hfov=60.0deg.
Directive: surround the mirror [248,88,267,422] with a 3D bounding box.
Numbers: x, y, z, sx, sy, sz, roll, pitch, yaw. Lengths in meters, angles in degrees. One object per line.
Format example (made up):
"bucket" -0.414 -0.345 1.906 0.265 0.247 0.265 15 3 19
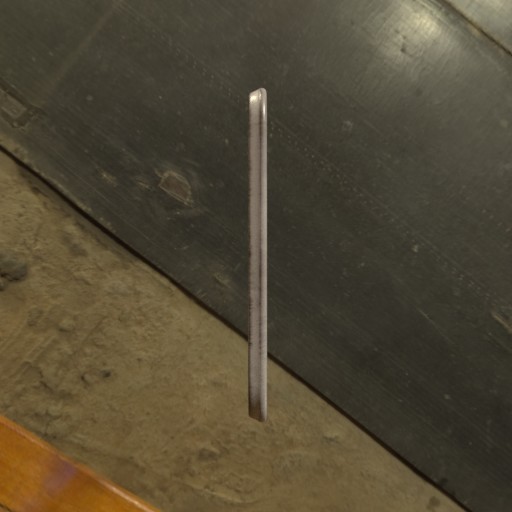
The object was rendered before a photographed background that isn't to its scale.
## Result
"mirror" 0.000 0.000 0.917 0.024 0.713 0.461 0 90 0
